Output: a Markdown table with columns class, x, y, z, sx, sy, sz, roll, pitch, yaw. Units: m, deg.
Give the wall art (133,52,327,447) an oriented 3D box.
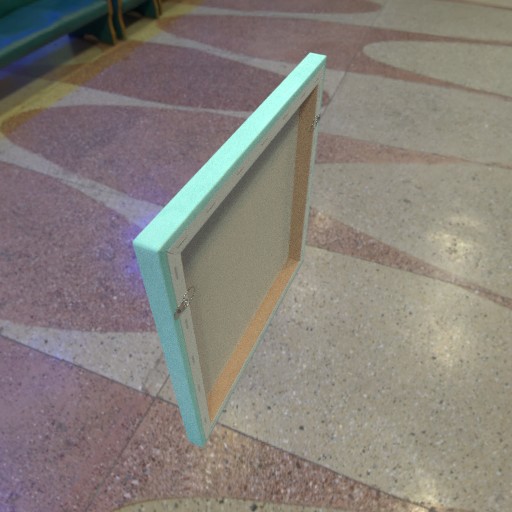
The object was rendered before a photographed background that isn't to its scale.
| class | x | y | z | sx | sy | sz | roll | pitch | yaw |
| --- | --- | --- | --- | --- | --- | --- | --- | --- | --- |
| wall art | 0.000 | 0.000 | 1.167 | 0.054 | 0.766 | 0.765 | 19 | 49 | 17 |
